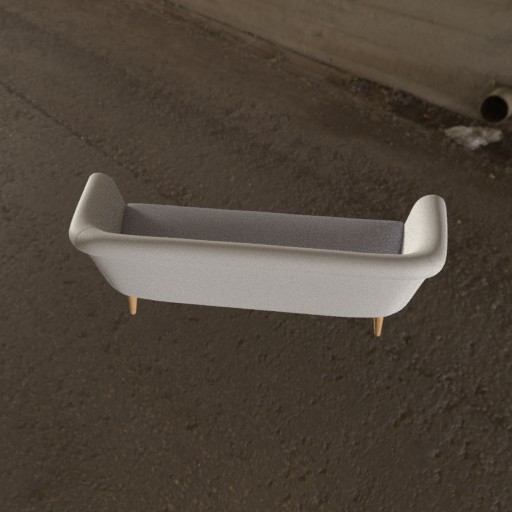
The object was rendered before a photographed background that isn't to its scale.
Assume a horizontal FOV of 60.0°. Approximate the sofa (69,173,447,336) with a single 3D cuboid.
[{"bbox_3d":[0.000,0.000,2.588,2.160,0.795,0.827,4,47,4],"label":"sofa"}]
